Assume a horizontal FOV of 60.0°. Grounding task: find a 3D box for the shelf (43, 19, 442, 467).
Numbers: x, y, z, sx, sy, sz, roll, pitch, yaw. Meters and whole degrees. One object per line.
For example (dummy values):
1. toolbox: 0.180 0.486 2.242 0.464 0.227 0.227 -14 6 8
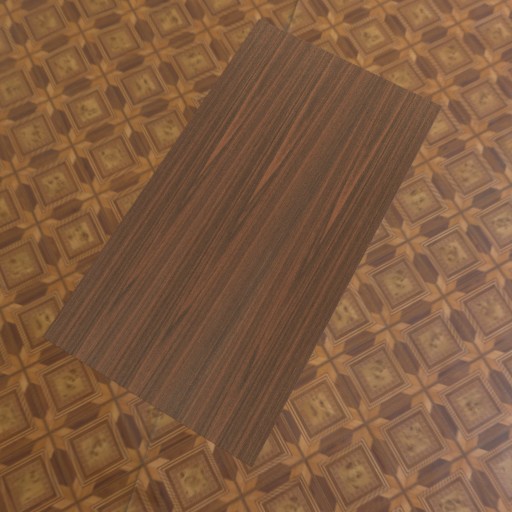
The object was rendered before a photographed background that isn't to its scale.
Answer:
1. shelf: 0.000 0.000 1.341 0.498 0.750 0.902 29 77 7
